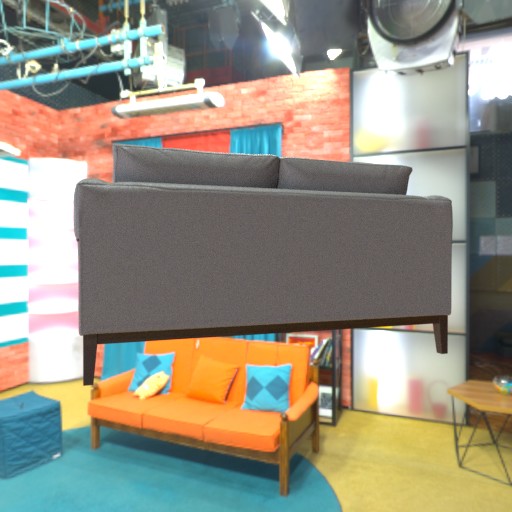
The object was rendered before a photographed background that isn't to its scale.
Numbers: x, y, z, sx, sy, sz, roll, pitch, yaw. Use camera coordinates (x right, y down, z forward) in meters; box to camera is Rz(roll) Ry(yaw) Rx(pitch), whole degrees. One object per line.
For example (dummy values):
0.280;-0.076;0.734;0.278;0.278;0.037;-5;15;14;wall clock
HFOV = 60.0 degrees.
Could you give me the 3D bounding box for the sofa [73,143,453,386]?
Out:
0.000;0.000;2.155;1.598;0.873;0.899;0;0;-18;sofa
